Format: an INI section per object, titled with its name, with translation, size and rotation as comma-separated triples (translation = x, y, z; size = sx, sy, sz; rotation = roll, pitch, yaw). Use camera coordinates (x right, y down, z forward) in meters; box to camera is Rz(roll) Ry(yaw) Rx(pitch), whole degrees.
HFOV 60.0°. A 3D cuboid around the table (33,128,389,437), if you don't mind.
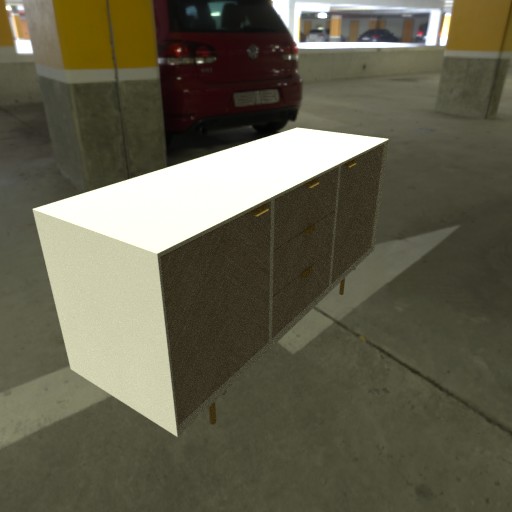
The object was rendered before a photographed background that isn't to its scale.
[table]
translation = 0.000, 0.000, 1.856
size = 0.508, 0.769, 1.500
rotation = 17, 31, 31
